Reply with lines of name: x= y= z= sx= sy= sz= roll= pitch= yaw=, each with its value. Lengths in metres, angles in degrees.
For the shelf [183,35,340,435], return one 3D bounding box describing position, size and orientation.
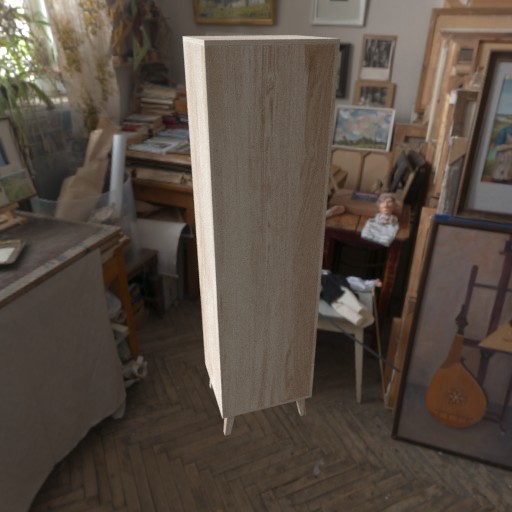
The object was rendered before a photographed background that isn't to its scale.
shelf: x=0.000 y=0.000 z=2.214 sx=0.510 sy=1.960 sz=0.450 roll=-8 pitch=29 yaw=-15
